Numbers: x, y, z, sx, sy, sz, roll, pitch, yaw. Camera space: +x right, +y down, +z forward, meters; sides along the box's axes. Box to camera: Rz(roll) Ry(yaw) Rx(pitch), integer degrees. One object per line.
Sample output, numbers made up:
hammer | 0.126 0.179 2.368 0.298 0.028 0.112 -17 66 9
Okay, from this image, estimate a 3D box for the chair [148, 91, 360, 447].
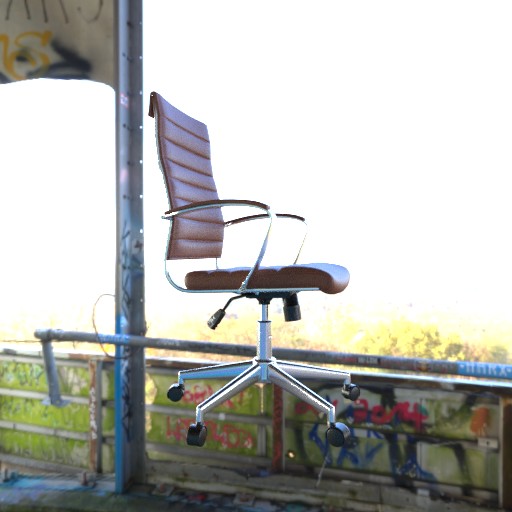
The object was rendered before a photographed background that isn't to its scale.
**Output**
chair | 0.000 0.000 1.656 0.739 1.149 0.766 0 1 18
